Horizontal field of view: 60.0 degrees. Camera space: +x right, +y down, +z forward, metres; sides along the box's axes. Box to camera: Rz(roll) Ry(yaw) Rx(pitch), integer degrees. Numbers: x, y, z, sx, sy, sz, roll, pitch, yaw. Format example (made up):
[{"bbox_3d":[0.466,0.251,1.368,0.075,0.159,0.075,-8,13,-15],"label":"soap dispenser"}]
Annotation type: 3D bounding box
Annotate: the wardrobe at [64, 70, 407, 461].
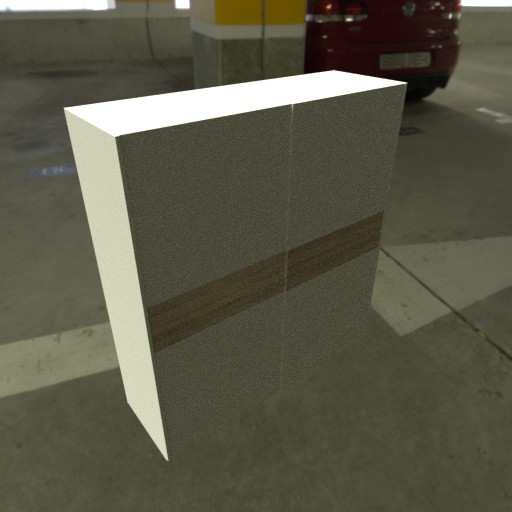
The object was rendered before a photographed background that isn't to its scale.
[{"bbox_3d":[0.000,0.000,2.889,1.830,2.020,0.600,-22,37,-32],"label":"wardrobe"}]
